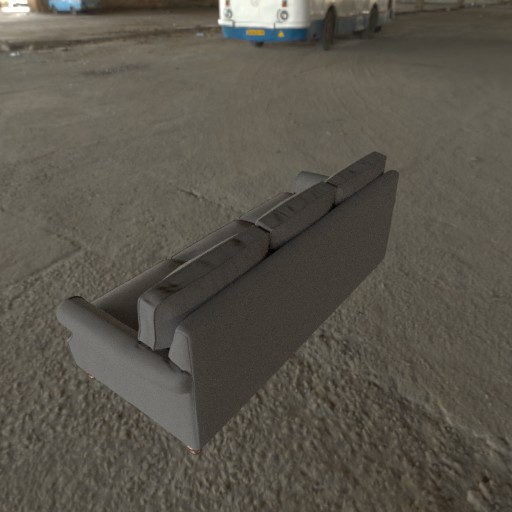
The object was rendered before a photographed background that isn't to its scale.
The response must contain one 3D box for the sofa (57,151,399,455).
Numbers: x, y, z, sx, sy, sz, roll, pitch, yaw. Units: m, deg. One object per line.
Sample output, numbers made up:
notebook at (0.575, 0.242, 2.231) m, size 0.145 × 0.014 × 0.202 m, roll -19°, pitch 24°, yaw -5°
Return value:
sofa at (0.000, 0.000, 2.830) m, size 0.966 × 0.948 × 2.353 m, roll 21°, pitch 37°, yaw 31°
